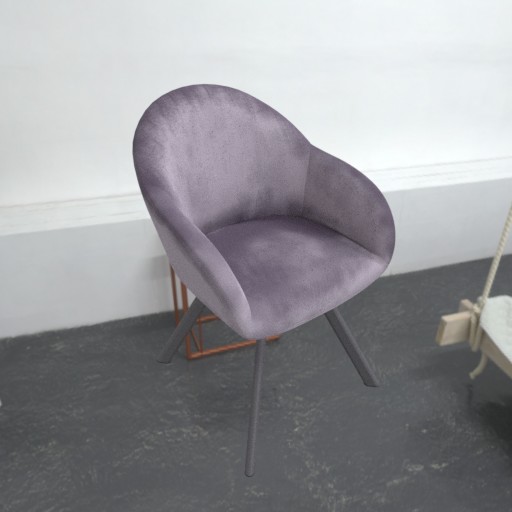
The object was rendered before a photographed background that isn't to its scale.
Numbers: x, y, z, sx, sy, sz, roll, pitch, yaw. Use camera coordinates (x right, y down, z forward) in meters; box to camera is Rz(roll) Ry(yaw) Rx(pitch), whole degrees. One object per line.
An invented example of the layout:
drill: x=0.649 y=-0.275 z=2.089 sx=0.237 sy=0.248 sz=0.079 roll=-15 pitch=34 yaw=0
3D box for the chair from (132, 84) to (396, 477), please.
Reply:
chair: x=0.000 y=0.000 z=1.192 sx=0.550 sy=0.795 sz=0.590 roll=-21 pitch=37 yaw=-31
